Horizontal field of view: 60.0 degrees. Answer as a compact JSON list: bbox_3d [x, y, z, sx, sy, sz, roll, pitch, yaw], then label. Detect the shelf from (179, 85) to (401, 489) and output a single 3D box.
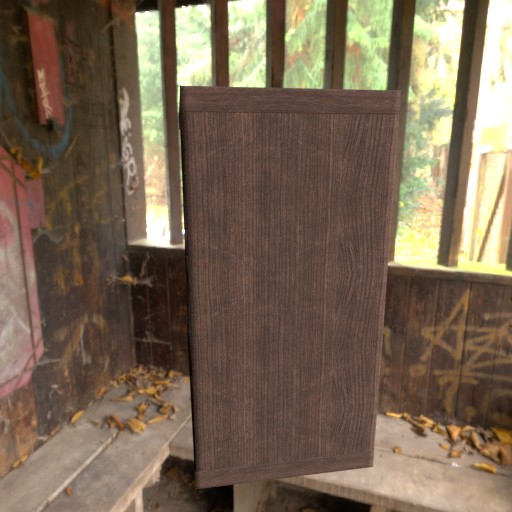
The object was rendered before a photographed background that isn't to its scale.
[{"bbox_3d":[0.000,0.000,1.233,0.390,0.786,0.790,-2,14,-9],"label":"shelf"}]
